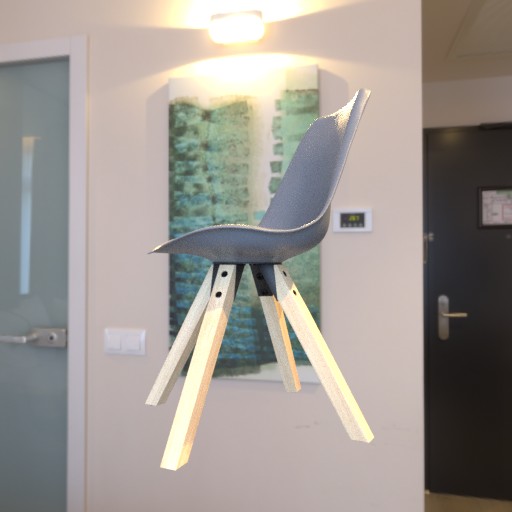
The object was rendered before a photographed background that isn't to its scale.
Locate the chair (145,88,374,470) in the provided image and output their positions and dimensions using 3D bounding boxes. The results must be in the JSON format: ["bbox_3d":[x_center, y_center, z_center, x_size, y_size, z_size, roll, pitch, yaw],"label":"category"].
[{"bbox_3d":[0.000,0.000,1.156,0.550,0.850,0.485,0,-1,-18],"label":"chair"}]
